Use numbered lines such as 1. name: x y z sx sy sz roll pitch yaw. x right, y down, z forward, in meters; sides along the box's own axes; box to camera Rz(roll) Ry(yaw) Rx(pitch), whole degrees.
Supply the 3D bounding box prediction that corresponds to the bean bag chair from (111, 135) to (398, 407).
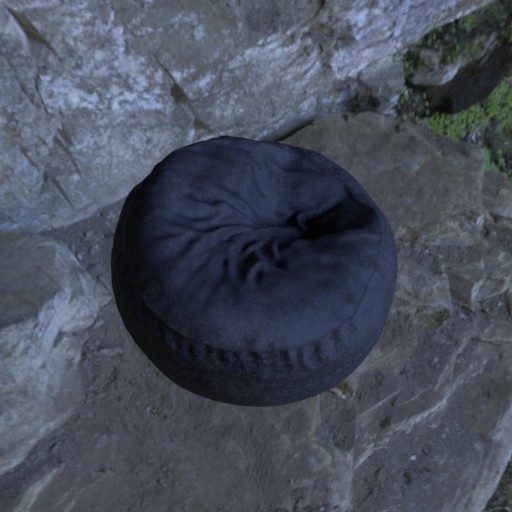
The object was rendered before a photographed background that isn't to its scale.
1. bean bag chair: 0.000 0.000 2.399 1.525 0.751 1.525 0 59 0
